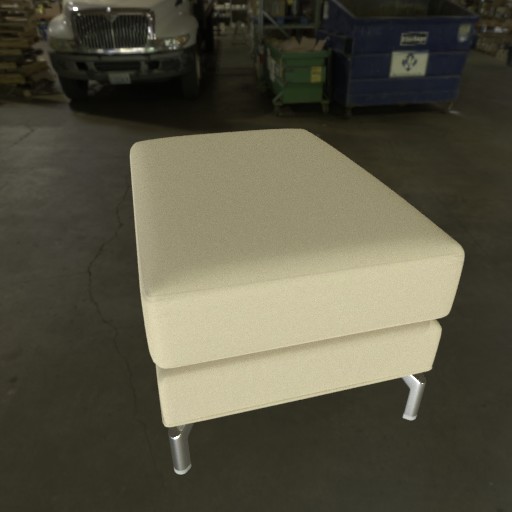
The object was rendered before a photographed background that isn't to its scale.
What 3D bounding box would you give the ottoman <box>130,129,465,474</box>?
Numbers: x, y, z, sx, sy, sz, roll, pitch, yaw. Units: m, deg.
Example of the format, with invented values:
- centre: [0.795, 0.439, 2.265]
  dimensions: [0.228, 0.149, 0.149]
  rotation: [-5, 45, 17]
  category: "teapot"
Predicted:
- centre: [0.000, 0.000, 1.170]
  dimensions: [0.581, 0.497, 0.835]
  rotation: [-8, 32, -13]
  category: "ottoman"
